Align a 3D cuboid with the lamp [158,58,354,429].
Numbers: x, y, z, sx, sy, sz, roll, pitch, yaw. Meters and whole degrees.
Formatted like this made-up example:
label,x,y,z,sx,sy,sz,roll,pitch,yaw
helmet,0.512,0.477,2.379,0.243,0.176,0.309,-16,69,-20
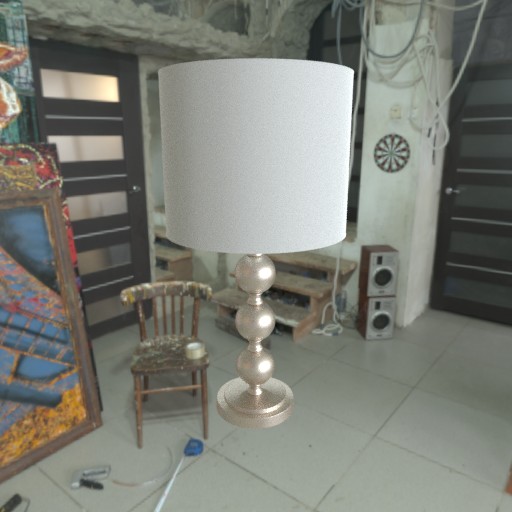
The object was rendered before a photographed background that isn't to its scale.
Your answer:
label,x,y,z,sx,sy,sz,roll,pitch,yaw
lamp,0.000,0.000,0.704,0.277,0.538,0.277,2,15,9
